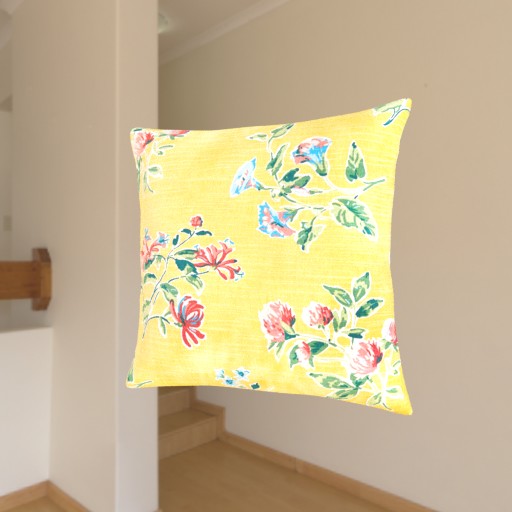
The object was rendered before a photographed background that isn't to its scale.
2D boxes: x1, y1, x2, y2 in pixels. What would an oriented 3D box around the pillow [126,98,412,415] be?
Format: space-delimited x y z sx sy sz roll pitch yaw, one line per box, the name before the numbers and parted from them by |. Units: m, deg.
pillow | 0.000 0.000 0.789 0.525 0.508 0.166 0 -1 18
